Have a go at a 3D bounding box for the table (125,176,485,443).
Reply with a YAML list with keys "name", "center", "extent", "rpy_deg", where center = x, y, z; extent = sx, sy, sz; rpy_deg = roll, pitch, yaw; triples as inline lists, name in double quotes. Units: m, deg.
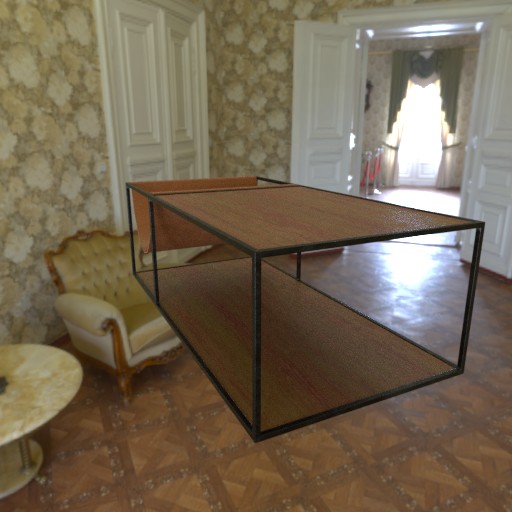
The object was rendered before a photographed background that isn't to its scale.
- name: "table"
  center: [0.000, 0.000, 1.473]
  extent: [0.597, 0.403, 1.199]
  rpy_deg: [-8, 18, -25]
